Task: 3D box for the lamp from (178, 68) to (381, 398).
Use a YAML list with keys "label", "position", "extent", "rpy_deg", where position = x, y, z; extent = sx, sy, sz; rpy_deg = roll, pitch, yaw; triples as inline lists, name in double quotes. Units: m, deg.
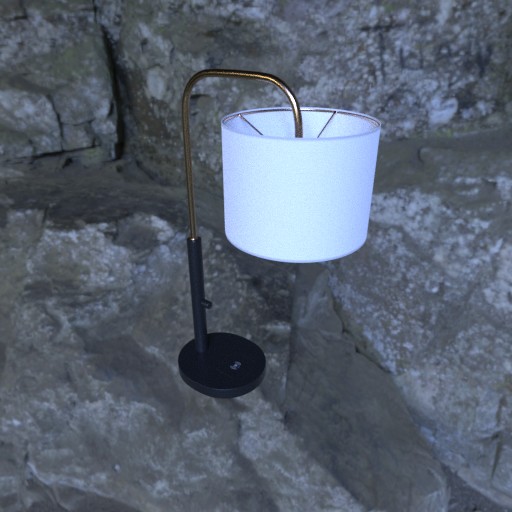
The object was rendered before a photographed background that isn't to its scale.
- label: "lamp"
  position: [0.000, 0.000, 0.698]
  extent: [0.337, 0.540, 0.199]
  rpy_deg: [19, 33, 31]
